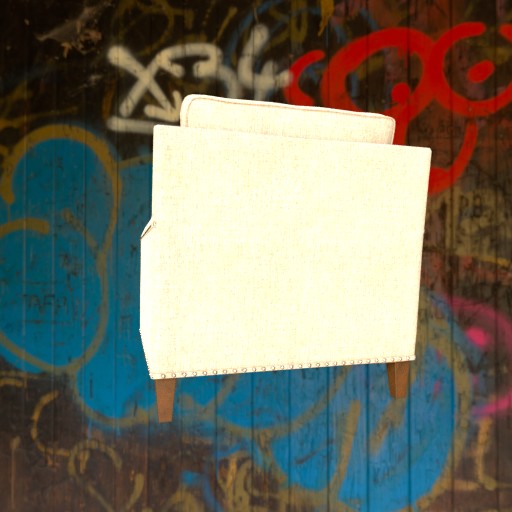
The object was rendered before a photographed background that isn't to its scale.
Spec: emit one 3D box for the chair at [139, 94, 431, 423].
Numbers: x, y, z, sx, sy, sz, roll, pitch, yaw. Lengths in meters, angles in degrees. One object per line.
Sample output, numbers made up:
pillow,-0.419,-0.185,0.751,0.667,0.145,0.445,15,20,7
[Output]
chair,0.000,0.000,1.731,0.853,0.943,1.014,0,-1,-17
